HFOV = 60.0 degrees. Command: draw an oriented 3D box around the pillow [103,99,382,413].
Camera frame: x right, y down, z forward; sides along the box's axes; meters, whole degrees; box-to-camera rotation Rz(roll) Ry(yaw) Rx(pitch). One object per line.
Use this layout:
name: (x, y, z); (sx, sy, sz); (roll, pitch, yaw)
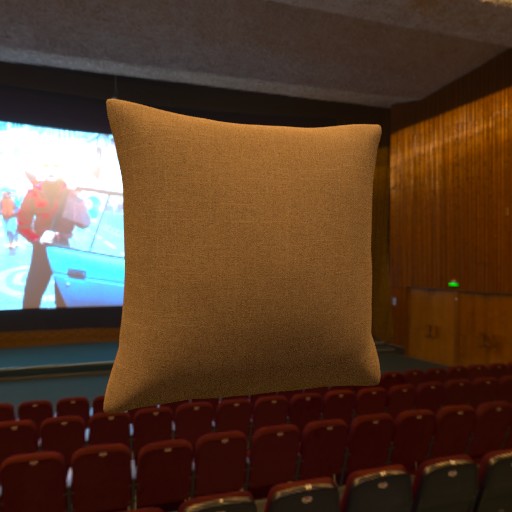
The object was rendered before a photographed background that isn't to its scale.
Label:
pillow: (0.000, 0.000, 0.783); (0.511, 0.503, 0.182); (0, 0, -18)
